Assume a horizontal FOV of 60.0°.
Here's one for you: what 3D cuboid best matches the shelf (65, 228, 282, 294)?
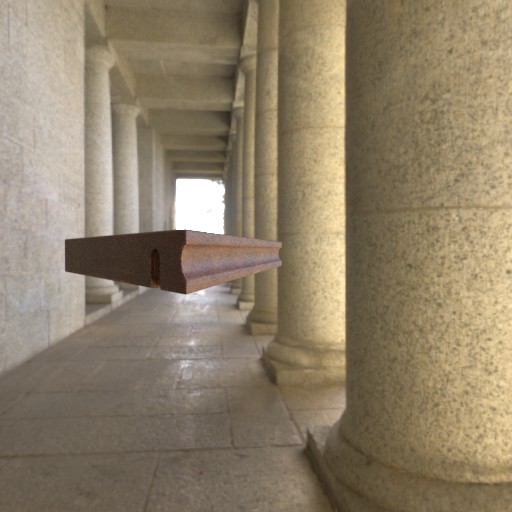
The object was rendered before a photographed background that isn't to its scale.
[{"bbox_3d":[0.000,0.000,0.439,0.296,0.035,0.296,-1,1,-35],"label":"shelf"}]
